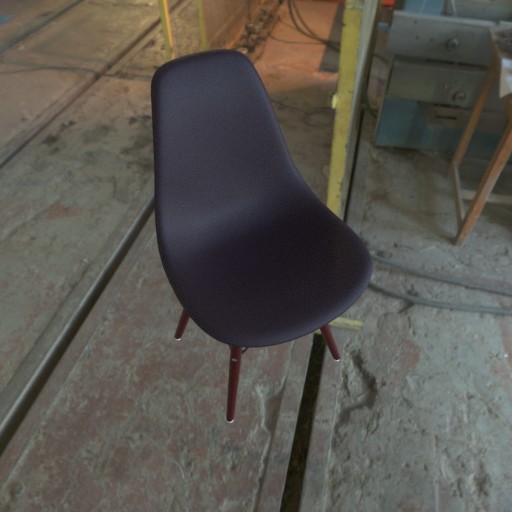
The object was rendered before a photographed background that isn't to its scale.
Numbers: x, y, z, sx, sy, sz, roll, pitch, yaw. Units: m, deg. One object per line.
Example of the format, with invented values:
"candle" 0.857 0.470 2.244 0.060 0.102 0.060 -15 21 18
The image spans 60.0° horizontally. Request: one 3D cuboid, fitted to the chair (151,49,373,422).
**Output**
"chair" 0.000 0.000 1.123 0.470 0.826 0.533 -24 51 -21
